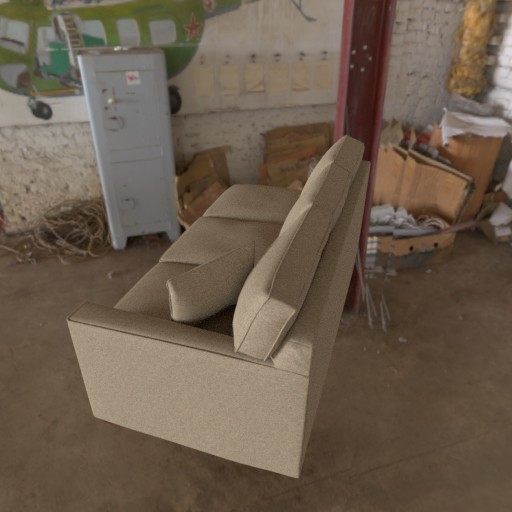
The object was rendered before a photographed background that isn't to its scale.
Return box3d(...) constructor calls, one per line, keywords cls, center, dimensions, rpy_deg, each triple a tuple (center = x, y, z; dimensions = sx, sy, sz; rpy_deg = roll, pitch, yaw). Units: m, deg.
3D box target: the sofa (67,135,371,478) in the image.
box3d(cls="sofa", center=(0.000, 0.000, 2.525), dimensions=(1.034, 0.946, 1.963), rpy_deg=(10, 32, 15))
